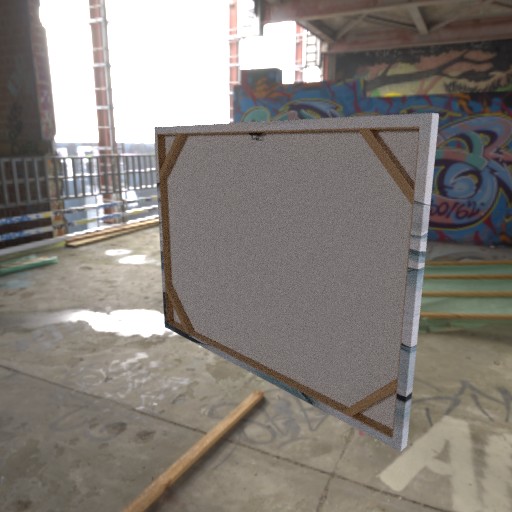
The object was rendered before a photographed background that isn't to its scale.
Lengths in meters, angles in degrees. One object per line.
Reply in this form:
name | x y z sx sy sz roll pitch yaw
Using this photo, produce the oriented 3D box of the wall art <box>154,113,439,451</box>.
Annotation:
wall art | 0.000 0.000 1.577 0.039 0.915 1.219 -13 19 -42
